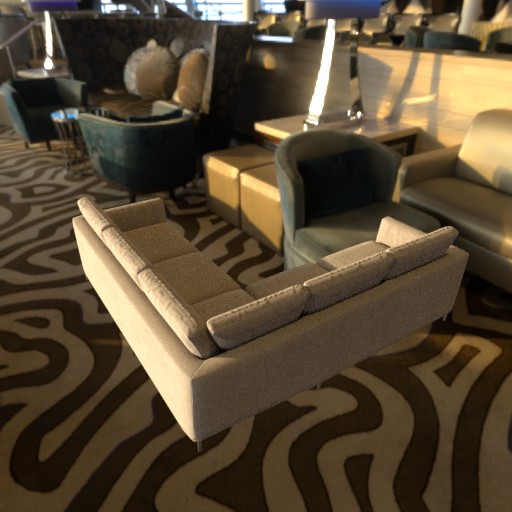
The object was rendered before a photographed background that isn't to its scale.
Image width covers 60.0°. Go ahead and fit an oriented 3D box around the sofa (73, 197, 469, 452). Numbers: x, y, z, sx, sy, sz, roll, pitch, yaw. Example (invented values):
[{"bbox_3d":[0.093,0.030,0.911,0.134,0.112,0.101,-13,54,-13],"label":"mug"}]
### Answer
[{"bbox_3d":[0.000,0.000,3.809,2.438,0.864,2.438,-18,34,-29],"label":"sofa"}]
